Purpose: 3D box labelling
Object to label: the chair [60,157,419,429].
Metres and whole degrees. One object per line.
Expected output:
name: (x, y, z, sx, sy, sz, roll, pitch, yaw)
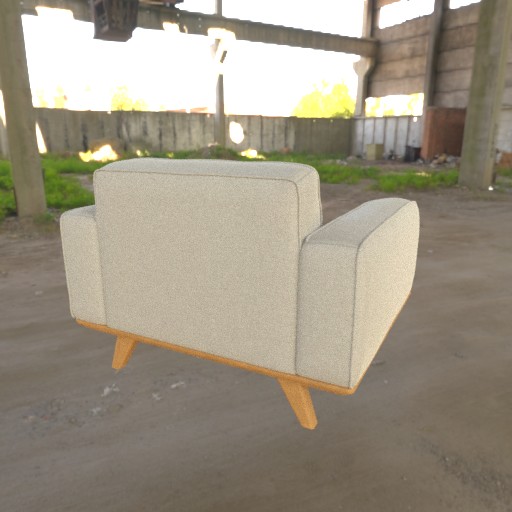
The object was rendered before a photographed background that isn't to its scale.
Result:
chair: (0.000, 0.000, 1.752, 1.115, 0.779, 0.953, 8, 17, 26)
